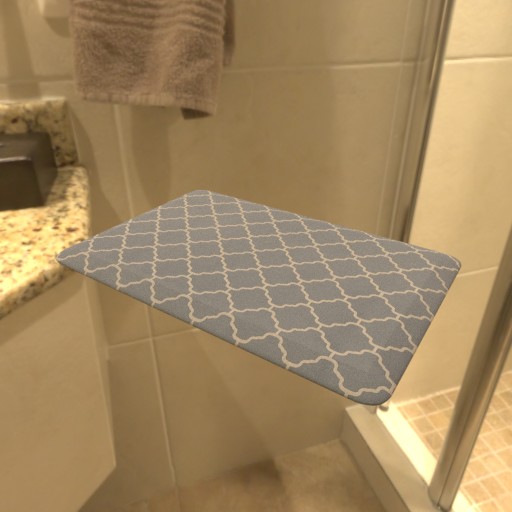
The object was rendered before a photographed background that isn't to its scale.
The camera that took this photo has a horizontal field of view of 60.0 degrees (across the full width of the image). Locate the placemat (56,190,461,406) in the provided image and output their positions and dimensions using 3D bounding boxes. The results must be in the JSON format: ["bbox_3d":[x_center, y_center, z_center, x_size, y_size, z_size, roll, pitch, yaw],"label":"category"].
[{"bbox_3d":[0.000,0.000,0.970,0.762,0.021,0.508,19,34,29],"label":"placemat"}]
